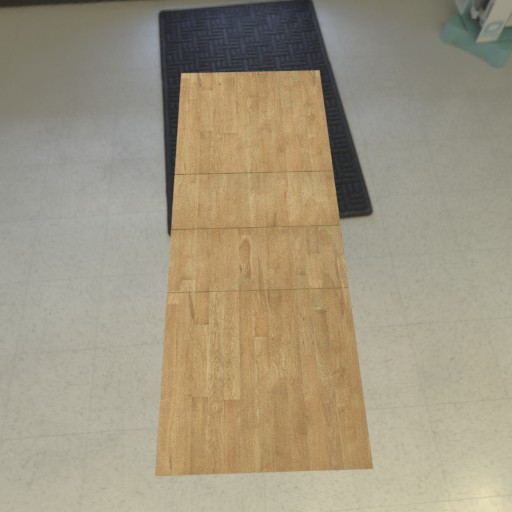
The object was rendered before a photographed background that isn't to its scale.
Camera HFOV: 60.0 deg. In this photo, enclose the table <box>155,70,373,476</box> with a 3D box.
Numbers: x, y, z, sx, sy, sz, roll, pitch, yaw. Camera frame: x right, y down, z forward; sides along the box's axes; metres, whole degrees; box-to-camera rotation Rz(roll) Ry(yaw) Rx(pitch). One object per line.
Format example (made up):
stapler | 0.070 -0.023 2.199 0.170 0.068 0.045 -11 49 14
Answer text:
table | 0.000 0.000 2.953 1.000 0.752 2.603 -2 63 -1
